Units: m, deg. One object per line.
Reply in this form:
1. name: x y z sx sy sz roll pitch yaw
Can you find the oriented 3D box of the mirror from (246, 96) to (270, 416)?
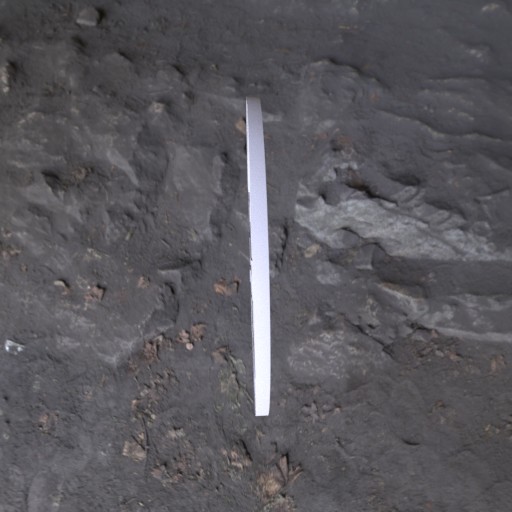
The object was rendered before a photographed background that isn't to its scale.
1. mirror: 0.000 0.000 1.350 0.038 0.914 0.914 -2 58 -1
